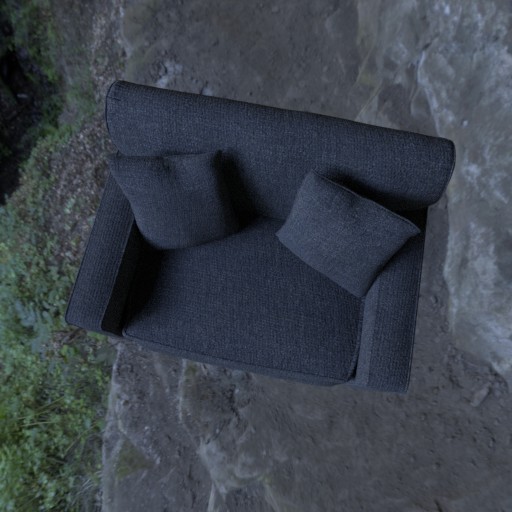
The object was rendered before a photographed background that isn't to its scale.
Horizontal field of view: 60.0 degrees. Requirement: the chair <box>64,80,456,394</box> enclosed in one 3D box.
[{"bbox_3d":[0.000,0.000,1.991,1.383,0.948,1.000,11,75,3],"label":"chair"}]
